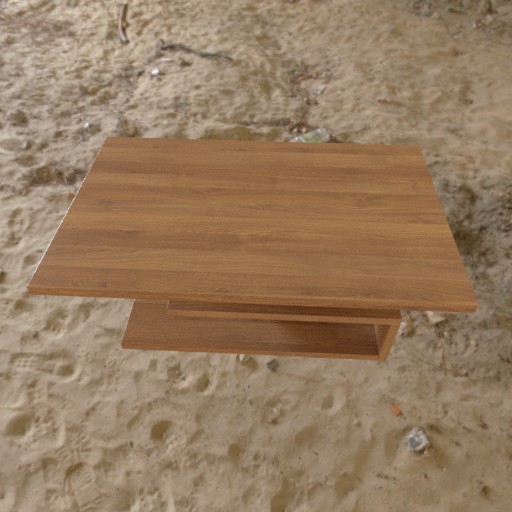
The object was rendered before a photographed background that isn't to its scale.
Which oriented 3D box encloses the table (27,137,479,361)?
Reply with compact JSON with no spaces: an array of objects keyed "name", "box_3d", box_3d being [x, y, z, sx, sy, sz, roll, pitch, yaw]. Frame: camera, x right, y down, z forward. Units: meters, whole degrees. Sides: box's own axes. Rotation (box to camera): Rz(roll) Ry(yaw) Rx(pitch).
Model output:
[{"name":"table","box_3d":[0.000,0.000,1.476,1.100,0.442,0.700,2,46,2]}]
